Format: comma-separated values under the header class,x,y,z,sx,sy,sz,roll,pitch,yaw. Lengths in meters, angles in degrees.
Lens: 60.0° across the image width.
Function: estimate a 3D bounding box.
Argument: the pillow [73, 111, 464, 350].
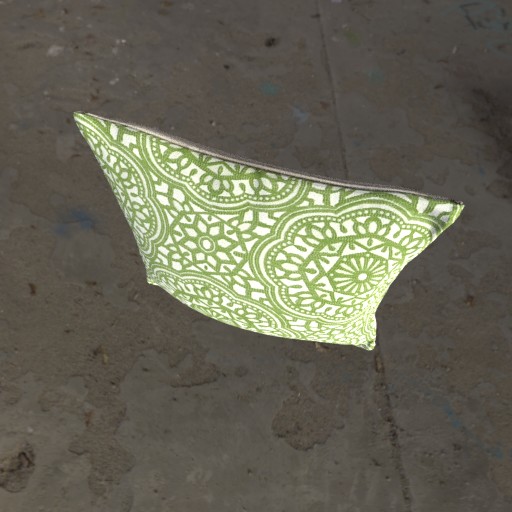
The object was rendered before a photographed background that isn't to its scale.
class,x,y,z,sx,sy,sz,roll,pitch,yaw
pillow,0.000,0.000,0.645,0.440,0.419,0.162,15,60,9
